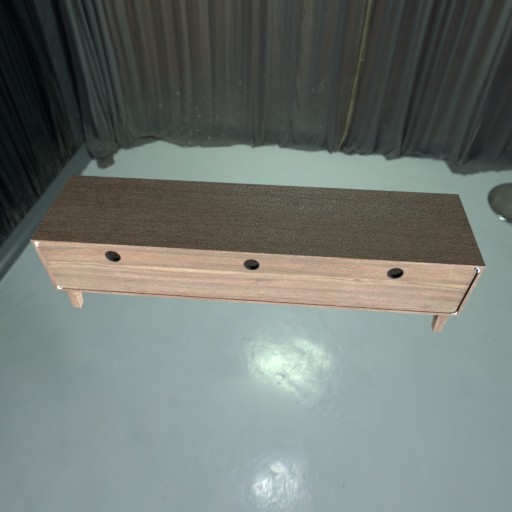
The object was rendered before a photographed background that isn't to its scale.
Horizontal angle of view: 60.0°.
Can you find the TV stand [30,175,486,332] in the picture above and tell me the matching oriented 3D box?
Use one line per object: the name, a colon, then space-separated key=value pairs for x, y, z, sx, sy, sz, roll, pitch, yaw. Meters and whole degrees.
TV stand: x=0.000 y=0.000 z=1.710 sx=1.482 sy=0.409 sz=0.366 roll=3 pitch=46 yaw=3
